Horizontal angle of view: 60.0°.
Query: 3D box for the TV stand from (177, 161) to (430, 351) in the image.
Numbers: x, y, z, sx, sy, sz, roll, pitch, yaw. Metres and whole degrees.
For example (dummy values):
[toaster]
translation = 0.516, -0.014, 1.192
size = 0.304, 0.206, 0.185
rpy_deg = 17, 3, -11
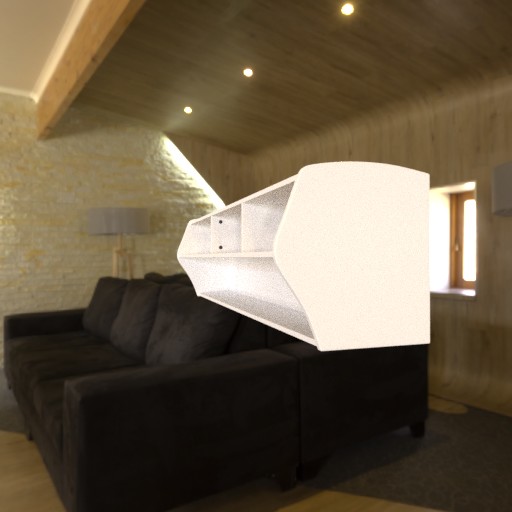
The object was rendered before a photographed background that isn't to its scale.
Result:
[TV stand]
translation = 0.000, 0.000, 1.700
size = 0.397, 0.424, 1.473
rpy_deg = 0, 0, -18
